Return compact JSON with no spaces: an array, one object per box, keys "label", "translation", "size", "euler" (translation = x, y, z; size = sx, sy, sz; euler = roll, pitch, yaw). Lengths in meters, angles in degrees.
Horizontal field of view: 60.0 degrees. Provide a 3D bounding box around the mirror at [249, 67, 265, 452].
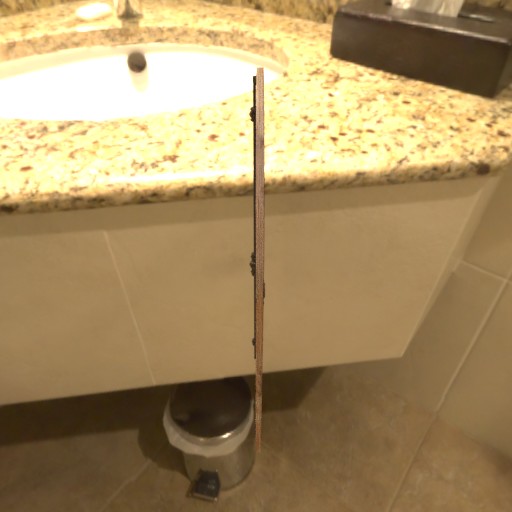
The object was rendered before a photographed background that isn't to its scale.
[{"label":"mirror","translation":[0.000,0.000,1.137],"size":[0.032,0.915,0.609],"euler":[0,43,0]}]
